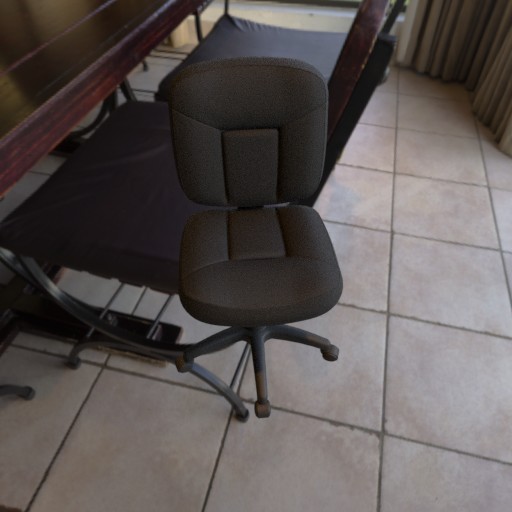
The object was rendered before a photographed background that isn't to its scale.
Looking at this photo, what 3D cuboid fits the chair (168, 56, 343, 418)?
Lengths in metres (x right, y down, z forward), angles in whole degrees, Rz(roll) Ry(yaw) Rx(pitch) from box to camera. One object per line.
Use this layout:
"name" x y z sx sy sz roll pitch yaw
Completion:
"chair" 0.000 0.000 1.354 0.610 0.972 0.610 -4 46 -3
